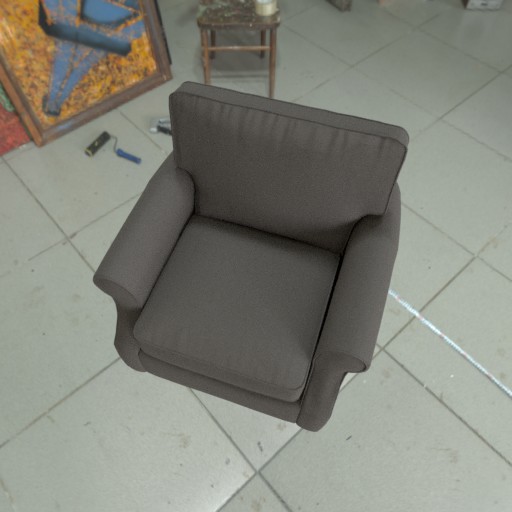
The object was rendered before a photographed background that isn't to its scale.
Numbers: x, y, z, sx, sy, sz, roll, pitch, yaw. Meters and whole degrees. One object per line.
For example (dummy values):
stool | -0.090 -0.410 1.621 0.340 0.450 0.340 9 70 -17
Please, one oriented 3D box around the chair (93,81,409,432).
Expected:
chair | 0.000 0.000 1.754 1.029 0.967 0.966 16 58 10
